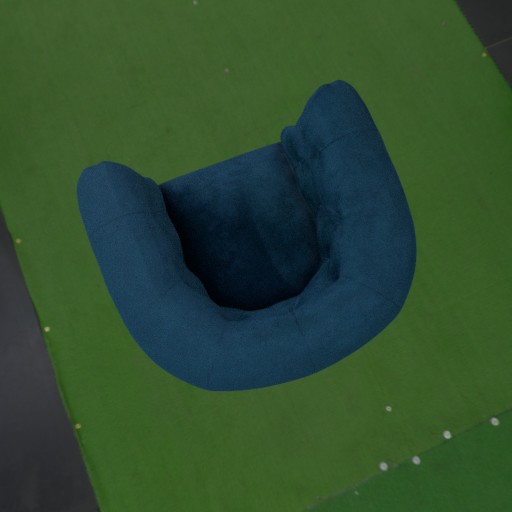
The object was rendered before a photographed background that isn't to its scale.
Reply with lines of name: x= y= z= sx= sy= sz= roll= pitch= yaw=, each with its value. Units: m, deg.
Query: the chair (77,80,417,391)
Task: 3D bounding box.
chair: x=0.000 y=0.000 z=1.578 sx=0.904 sy=0.826 sz=0.851 roll=-21 pitch=78 yaw=-5
